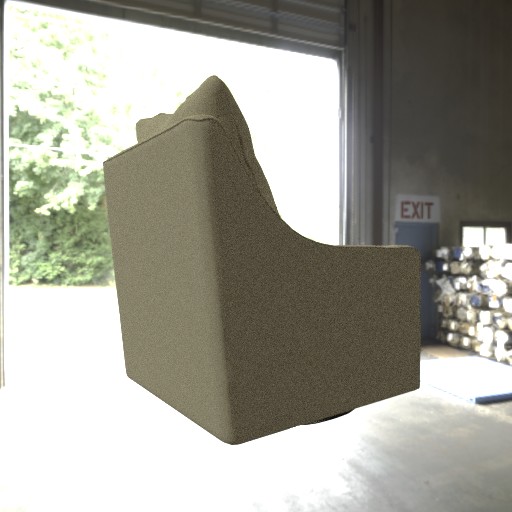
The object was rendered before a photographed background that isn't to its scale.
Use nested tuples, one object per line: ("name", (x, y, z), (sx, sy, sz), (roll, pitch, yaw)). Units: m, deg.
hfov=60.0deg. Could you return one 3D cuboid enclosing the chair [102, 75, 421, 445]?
("chair", (0.000, 0.000, 1.572), (0.876, 0.965, 0.756), (-1, 1, -36))
